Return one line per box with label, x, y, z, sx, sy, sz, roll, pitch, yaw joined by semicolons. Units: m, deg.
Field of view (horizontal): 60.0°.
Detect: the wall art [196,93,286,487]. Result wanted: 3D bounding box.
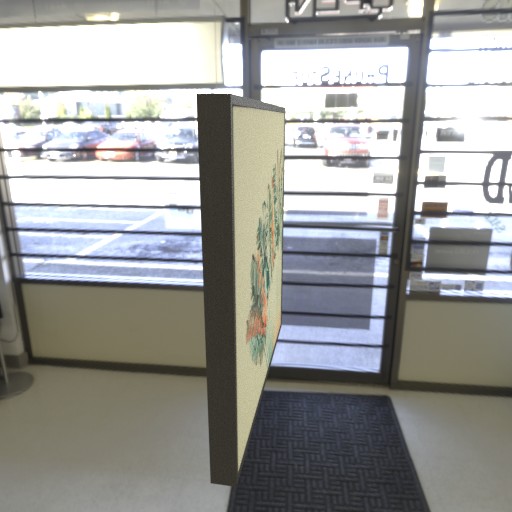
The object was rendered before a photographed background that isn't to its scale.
wall art;0.000;0.000;0.776;0.037;0.507;0.509;3;17;10
